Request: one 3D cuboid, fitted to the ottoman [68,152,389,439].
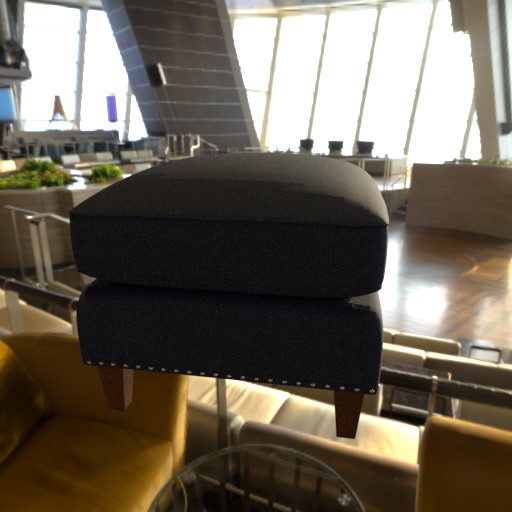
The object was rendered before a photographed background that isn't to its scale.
[{"bbox_3d":[0.000,0.000,1.141,0.584,0.513,0.741,3,17,10],"label":"ottoman"}]
